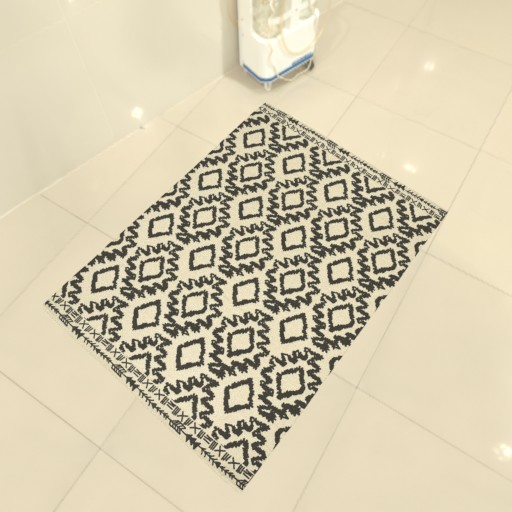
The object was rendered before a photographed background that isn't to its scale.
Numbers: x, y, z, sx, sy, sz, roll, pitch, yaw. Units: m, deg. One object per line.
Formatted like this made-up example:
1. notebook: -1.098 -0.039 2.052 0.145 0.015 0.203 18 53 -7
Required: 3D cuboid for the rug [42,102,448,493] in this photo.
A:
1. rug: 0.000 0.000 4.349 2.444 0.036 3.369 36 69 17
